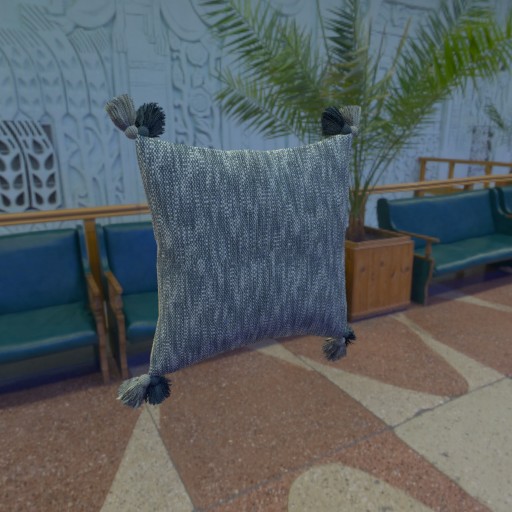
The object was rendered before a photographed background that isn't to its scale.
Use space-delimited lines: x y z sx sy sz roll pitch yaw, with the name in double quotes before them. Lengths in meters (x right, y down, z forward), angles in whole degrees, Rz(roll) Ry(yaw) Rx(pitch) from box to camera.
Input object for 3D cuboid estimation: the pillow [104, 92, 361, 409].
"pillow" 0.000 0.000 0.934 0.614 0.634 0.138 -8 18 -25
